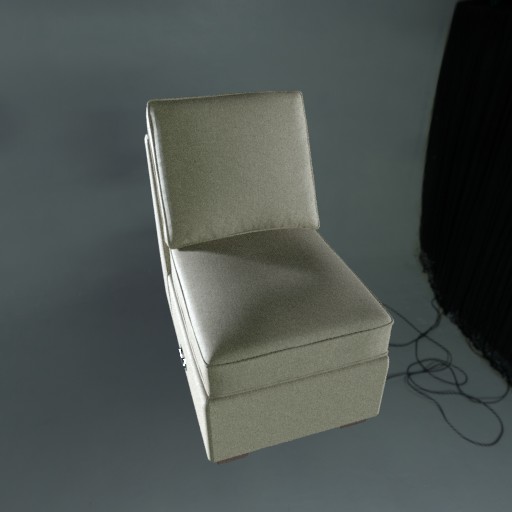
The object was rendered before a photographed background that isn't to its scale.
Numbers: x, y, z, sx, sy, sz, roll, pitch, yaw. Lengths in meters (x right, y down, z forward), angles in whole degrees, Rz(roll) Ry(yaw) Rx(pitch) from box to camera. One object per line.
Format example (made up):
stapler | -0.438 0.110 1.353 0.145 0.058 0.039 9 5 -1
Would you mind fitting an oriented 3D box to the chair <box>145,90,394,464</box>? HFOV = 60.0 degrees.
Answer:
chair | 0.000 0.000 1.710 0.674 1.058 1.020 -10 33 -15
